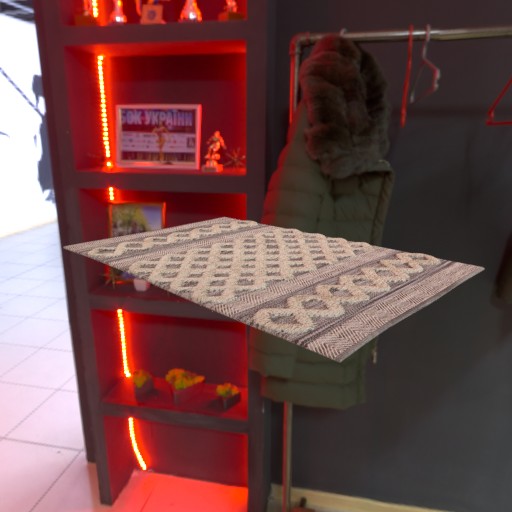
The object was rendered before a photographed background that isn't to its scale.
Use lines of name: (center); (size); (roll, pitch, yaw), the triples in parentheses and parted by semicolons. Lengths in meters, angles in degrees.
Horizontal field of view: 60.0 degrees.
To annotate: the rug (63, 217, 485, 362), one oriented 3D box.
rug: (0.000, 0.000, 2.276); (1.823, 0.030, 1.222); (15, 22, 42)
